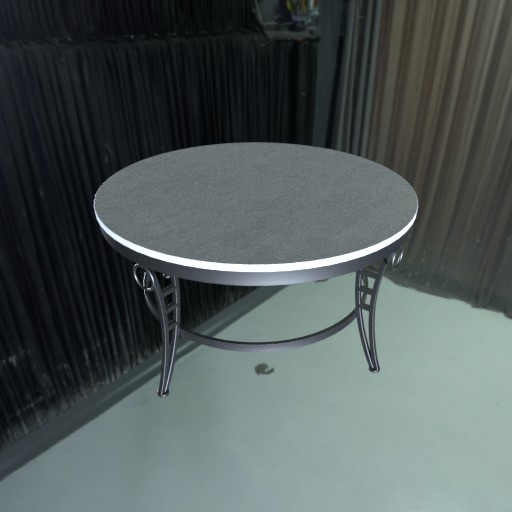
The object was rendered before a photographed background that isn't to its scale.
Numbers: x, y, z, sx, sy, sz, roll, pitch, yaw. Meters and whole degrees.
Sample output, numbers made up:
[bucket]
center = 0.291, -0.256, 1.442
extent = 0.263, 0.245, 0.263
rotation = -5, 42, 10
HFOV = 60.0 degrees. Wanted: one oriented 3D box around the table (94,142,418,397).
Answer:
[table]
center = 0.000, 0.000, 1.392
extent = 0.889, 0.470, 0.889
rotation = 0, 30, 0
